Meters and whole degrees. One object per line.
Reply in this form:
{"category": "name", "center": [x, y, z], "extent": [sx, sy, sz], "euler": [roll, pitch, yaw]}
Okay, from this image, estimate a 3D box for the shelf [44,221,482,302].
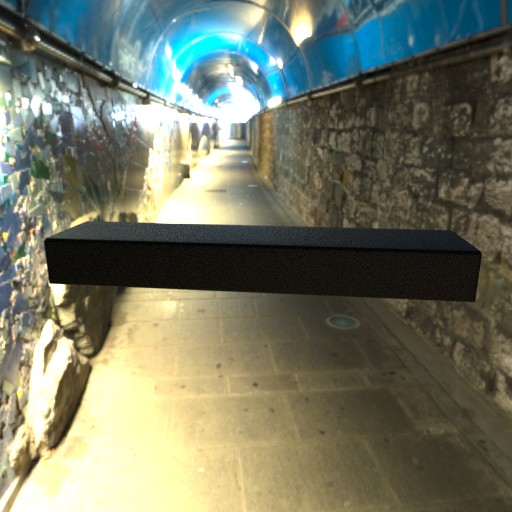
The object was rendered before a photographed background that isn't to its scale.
{"category": "shelf", "center": [0.000, 0.000, 0.512], "extent": [0.456, 0.053, 0.102], "euler": [2, 16, 7]}
